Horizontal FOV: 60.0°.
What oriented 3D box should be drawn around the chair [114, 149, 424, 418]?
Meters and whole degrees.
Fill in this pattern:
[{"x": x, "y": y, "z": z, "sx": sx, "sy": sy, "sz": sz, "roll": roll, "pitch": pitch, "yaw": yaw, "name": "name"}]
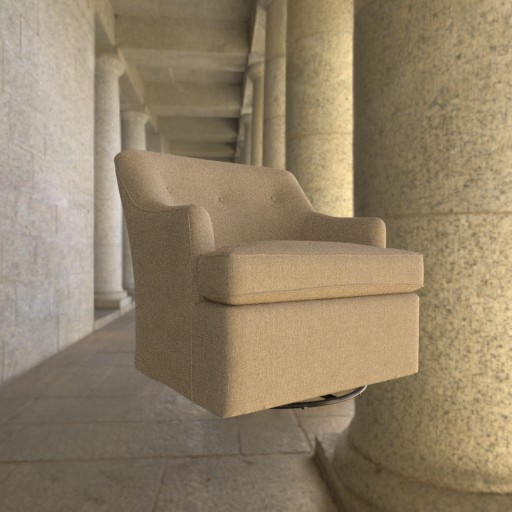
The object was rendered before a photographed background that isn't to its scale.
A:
[{"x": 0.000, "y": 0.000, "z": 1.637, "sx": 0.864, "sy": 0.856, "sz": 0.923, "roll": 0, "pitch": 0, "yaw": -34, "name": "chair"}]
